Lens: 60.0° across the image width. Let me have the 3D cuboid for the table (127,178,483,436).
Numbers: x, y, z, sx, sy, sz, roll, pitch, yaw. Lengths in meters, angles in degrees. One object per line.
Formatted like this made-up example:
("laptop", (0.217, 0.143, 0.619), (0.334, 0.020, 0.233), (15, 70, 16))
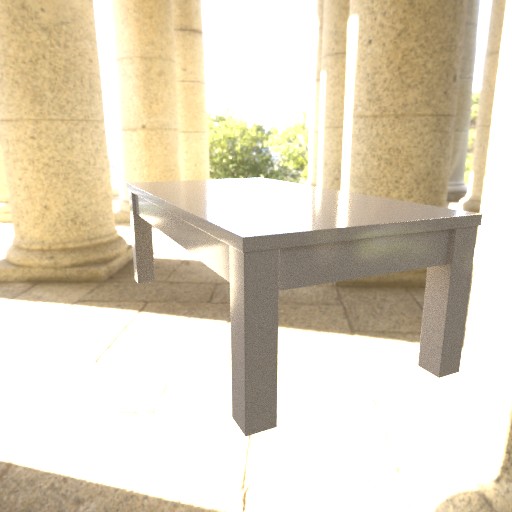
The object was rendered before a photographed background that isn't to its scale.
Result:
("table", (0.000, 0.000, 1.687), (0.700, 0.470, 1.350), (-7, 16, -25))
